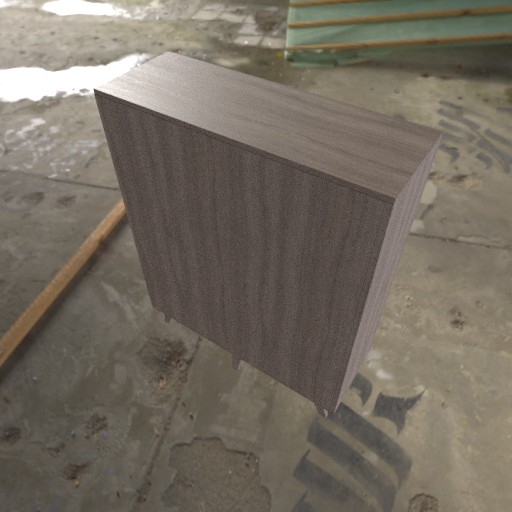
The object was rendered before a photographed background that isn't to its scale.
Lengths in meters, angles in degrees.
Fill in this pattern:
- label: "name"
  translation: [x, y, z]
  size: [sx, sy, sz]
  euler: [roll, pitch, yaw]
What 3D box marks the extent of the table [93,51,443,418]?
- label: "table"
  translation: [0.000, 0.000, 1.949]
  size: [1.111, 1.388, 0.398]
  euler: [26, 51, 23]
